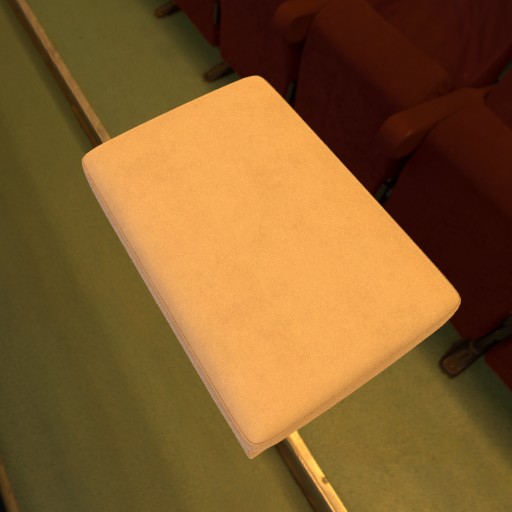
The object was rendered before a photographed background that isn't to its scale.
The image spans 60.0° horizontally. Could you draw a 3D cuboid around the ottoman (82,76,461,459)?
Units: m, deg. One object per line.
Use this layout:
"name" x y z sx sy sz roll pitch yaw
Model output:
"ottoman" 0.000 0.000 1.220 0.584 0.483 0.864 -30 68 -14
